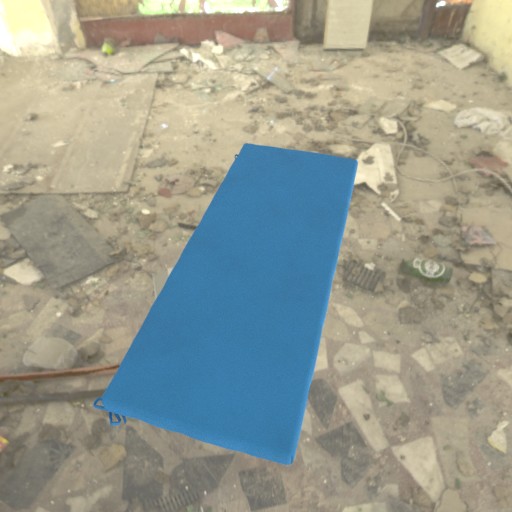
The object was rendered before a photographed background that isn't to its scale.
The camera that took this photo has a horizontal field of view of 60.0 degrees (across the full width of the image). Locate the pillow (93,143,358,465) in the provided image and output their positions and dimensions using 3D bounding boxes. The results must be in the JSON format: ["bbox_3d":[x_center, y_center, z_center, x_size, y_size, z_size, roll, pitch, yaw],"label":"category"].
[{"bbox_3d":[0.000,0.000,1.368,0.492,0.081,1.187,12,47,11],"label":"pillow"}]
